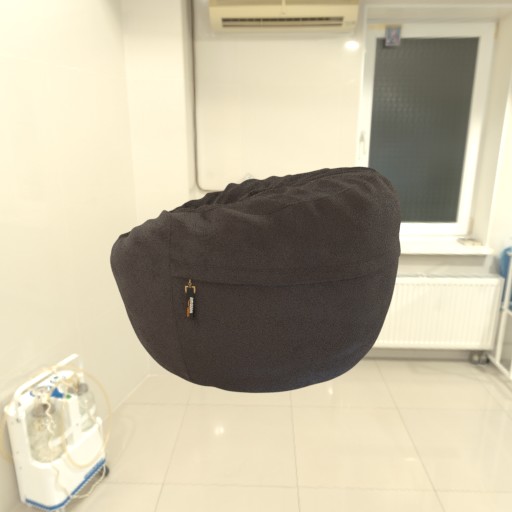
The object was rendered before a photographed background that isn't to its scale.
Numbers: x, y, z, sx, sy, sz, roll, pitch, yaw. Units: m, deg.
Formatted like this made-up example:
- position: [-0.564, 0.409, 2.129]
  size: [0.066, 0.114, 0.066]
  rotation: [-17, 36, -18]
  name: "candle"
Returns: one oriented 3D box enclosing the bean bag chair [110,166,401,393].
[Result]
- position: [0.000, 0.000, 2.051]
  size: [1.245, 0.821, 1.245]
  rotation: [0, 16, 0]
  name: "bean bag chair"
